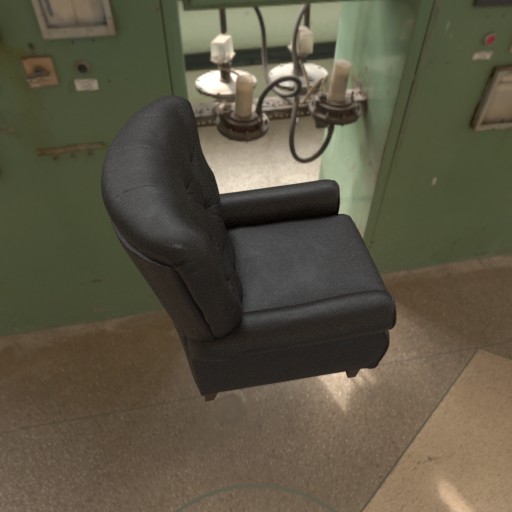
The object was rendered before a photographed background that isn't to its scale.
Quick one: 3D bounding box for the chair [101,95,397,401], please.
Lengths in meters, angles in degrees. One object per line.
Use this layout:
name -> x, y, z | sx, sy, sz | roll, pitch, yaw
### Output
chair -> 0.000, 0.000, 1.920 | 1.058, 1.158, 0.948 | -7, 47, -7
